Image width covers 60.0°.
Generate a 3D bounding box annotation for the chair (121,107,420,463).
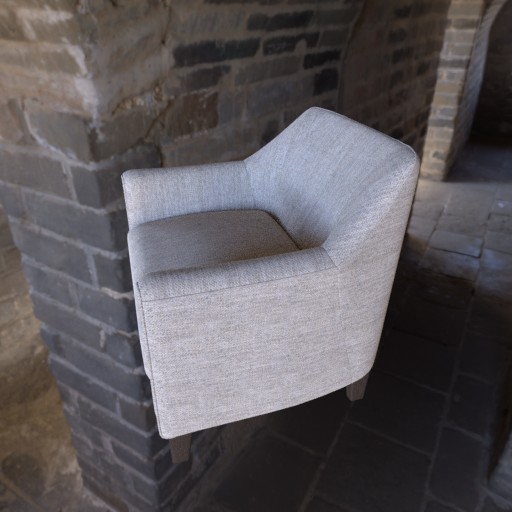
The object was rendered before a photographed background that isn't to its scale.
[{"bbox_3d":[0.000,0.000,1.389,0.758,0.761,0.796,-9,30,-15],"label":"chair"}]
